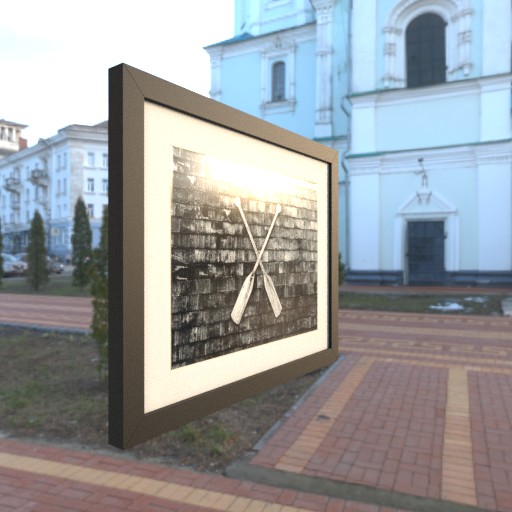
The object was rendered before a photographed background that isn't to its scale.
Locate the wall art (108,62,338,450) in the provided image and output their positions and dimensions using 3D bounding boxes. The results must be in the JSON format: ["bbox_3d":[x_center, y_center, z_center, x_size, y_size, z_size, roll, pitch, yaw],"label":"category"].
[{"bbox_3d":[0.000,0.000,0.752,0.029,0.457,0.558,0,0,37],"label":"wall art"}]
